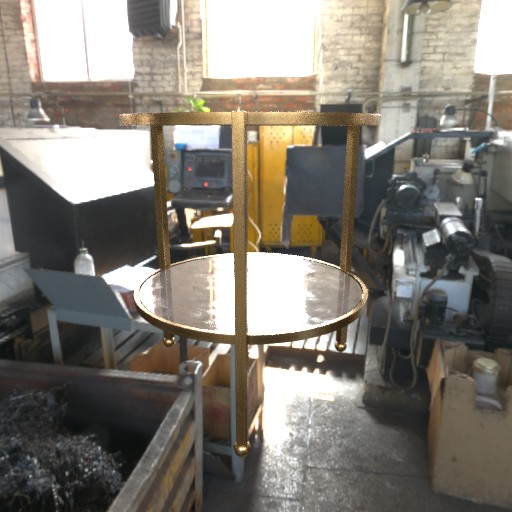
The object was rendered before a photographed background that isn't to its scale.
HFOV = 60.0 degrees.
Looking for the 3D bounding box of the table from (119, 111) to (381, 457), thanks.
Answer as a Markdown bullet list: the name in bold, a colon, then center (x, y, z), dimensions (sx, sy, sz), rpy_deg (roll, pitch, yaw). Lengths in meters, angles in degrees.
- **table**: center (0.000, 0.000, 0.447), dimensions (0.243, 0.269, 0.231), rpy_deg (-8, 18, -26)
